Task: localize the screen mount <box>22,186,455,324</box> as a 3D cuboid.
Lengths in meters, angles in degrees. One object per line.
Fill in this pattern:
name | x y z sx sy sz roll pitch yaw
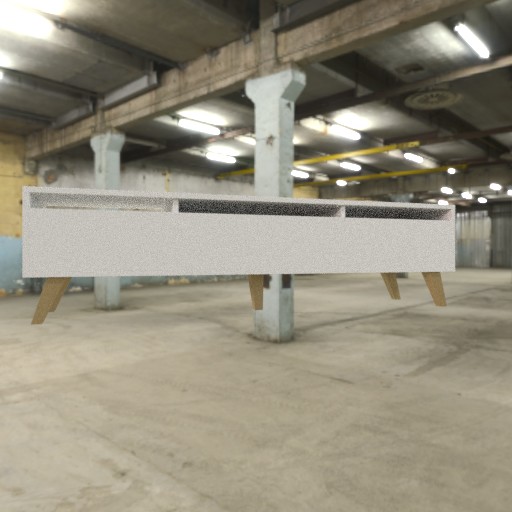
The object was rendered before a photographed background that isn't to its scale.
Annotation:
screen mount | 0.000 0.000 1.810 1.644 0.432 0.399 0 0 -18
